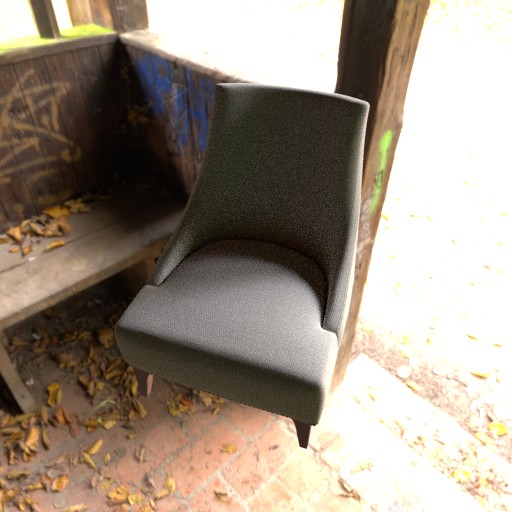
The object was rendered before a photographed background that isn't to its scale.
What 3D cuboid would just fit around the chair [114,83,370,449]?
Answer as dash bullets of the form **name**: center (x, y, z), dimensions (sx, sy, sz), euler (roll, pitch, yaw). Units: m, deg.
- **chair**: center (0.000, 0.000, 1.557), dimensions (0.701, 0.909, 0.861), euler (13, 42, 14)
